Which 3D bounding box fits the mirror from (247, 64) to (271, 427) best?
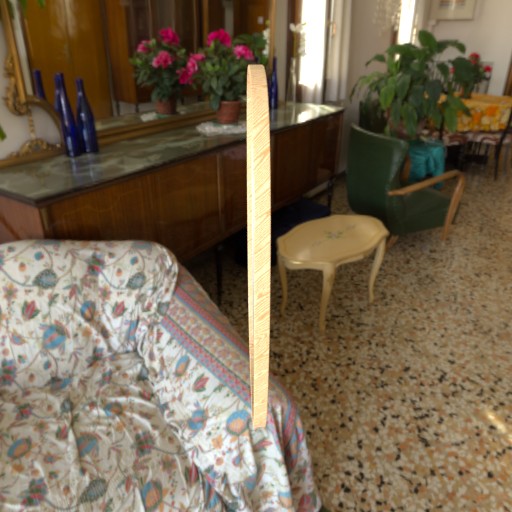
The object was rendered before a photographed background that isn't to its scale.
[{"bbox_3d":[0.000,0.000,1.356,0.037,1.075,0.724,-1,26,-2],"label":"mirror"}]
